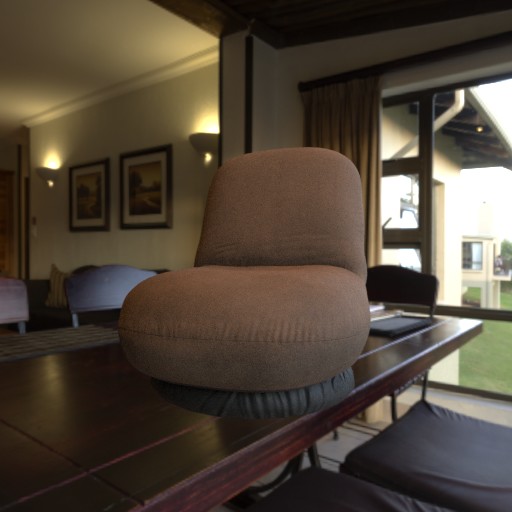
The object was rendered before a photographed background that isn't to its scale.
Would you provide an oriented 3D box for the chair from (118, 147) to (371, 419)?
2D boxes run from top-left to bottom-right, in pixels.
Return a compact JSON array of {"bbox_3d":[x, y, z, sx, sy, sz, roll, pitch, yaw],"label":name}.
[{"bbox_3d":[0.000,0.000,1.027,0.521,0.594,0.597,0,1,19],"label":"chair"}]
